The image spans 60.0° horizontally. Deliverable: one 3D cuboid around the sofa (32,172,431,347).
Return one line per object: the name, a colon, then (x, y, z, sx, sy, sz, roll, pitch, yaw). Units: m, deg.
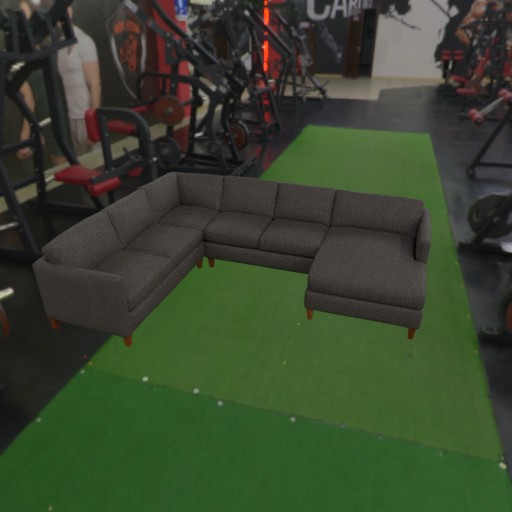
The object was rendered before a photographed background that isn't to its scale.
sofa: (0.000, 0.000, 4.696, 3.460, 0.961, 2.594, 9, 29, 16)
